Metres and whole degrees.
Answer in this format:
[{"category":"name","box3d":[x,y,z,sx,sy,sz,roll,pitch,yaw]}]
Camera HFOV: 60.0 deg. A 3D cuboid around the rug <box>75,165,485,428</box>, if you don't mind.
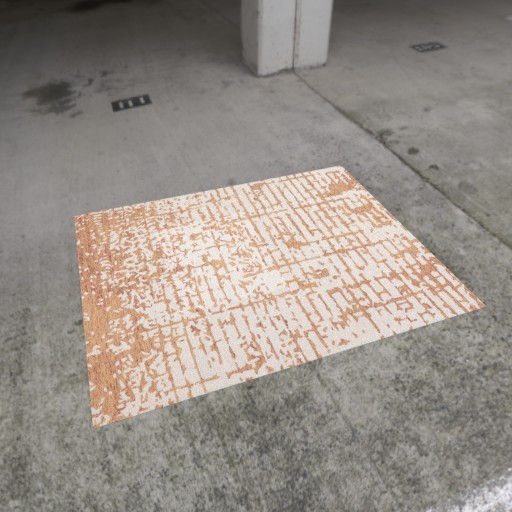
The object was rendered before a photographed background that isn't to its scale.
[{"category":"rug","box3d":[0.000,0.000,4.039,3.050,0.011,2.441,-13,42,-15]}]
